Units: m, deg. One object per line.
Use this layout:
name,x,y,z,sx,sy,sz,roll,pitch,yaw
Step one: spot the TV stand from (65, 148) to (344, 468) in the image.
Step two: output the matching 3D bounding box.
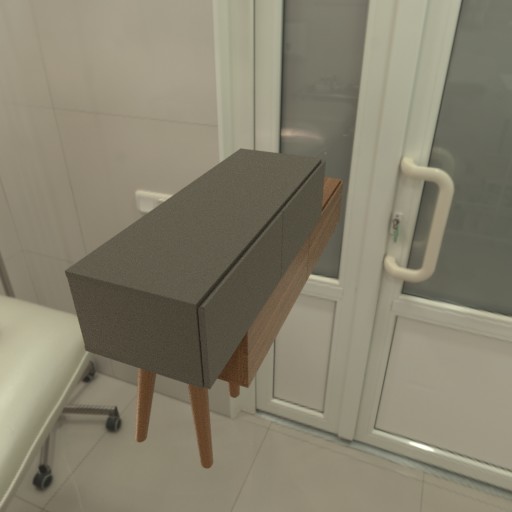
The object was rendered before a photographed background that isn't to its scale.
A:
TV stand,0.000,0.000,1.562,0.329,0.591,1.336,12,33,19
